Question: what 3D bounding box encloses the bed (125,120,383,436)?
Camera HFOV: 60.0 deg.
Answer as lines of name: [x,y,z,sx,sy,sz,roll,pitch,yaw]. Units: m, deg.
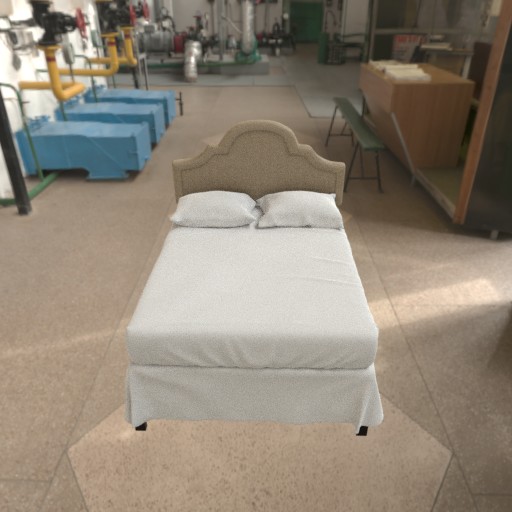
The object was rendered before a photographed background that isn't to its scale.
bed: [0.000,0.000,3.459,1.780,1.634,2.222,1,31,1]
